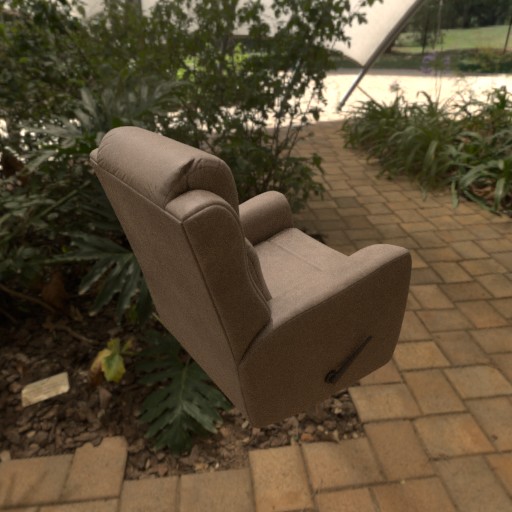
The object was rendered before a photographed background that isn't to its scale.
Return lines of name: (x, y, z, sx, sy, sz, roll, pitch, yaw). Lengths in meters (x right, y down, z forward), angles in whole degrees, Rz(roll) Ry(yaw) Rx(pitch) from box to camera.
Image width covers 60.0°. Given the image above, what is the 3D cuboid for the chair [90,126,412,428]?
chair: (0.000, 0.000, 1.944, 1.068, 1.116, 0.967, -18, 32, -31)
